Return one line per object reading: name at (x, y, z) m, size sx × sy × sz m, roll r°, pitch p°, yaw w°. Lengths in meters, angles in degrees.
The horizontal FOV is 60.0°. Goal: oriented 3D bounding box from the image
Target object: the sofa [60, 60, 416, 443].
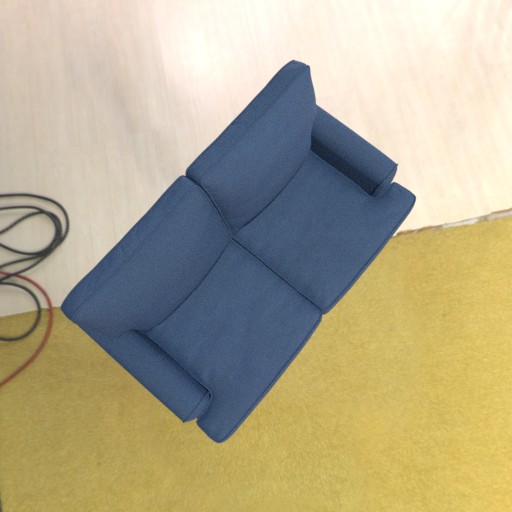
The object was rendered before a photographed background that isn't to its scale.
sofa at (0.000, 0.000, 2.264) m, size 0.965 × 0.965 × 1.651 m, roll 39°, pitch 80°, yaw 9°
